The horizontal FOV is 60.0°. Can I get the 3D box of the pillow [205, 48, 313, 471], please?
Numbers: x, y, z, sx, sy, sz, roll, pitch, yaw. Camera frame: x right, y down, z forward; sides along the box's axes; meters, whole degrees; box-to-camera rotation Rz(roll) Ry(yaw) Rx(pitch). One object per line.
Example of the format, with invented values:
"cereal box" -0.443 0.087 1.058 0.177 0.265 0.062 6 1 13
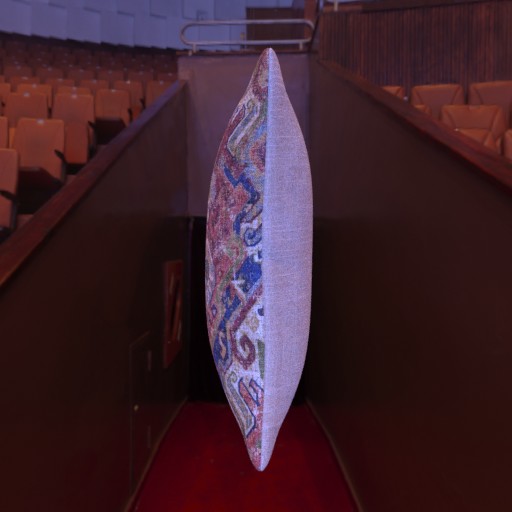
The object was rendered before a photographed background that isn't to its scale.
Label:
"pillow" 0.000 0.000 0.784 0.166 0.506 0.523 0 2 -2
